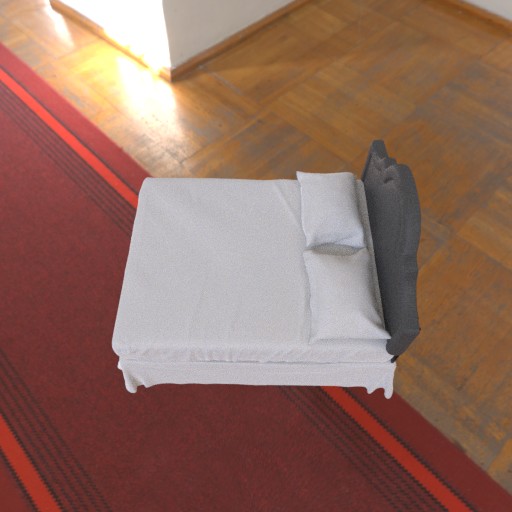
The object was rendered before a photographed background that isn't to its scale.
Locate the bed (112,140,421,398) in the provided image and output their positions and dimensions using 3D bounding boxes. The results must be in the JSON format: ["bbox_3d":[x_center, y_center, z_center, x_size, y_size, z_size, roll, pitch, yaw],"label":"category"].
[{"bbox_3d":[0.000,0.000,3.381,2.222,1.634,1.780,1,58,0],"label":"bed"}]
